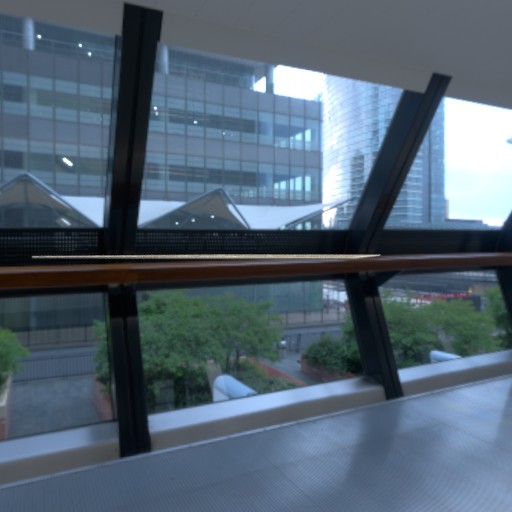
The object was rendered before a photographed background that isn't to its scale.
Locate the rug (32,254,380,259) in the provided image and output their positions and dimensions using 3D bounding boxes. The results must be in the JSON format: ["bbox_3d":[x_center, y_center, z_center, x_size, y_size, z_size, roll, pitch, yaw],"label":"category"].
[{"bbox_3d":[0.000,0.000,2.956,1.522,0.008,2.284,0,0,18],"label":"rug"}]
